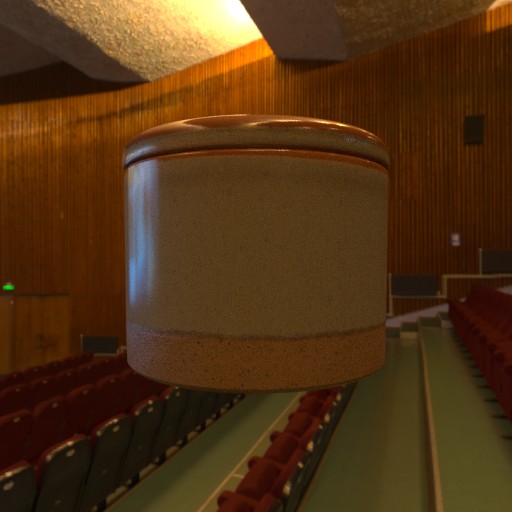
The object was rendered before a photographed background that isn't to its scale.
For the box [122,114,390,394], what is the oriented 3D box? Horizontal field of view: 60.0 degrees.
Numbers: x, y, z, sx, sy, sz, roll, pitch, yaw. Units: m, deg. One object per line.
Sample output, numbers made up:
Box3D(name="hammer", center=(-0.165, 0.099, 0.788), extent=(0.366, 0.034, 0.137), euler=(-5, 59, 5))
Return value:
Box3D(name="box", center=(0.000, 0.000, 0.213), extent=(0.123, 0.100, 0.123), euler=(0, 0, 0))
